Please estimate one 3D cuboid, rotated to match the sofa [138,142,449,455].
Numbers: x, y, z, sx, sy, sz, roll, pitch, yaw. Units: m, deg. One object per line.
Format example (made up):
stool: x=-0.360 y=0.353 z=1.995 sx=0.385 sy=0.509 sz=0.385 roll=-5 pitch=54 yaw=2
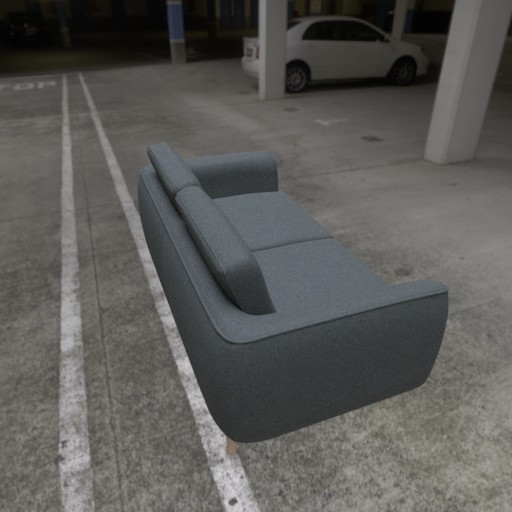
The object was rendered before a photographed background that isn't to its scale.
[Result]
sofa: x=0.000 y=0.000 z=2.180 sx=0.920 sy=0.850 sz=1.700 roll=-12 pitch=33 yaw=-18
